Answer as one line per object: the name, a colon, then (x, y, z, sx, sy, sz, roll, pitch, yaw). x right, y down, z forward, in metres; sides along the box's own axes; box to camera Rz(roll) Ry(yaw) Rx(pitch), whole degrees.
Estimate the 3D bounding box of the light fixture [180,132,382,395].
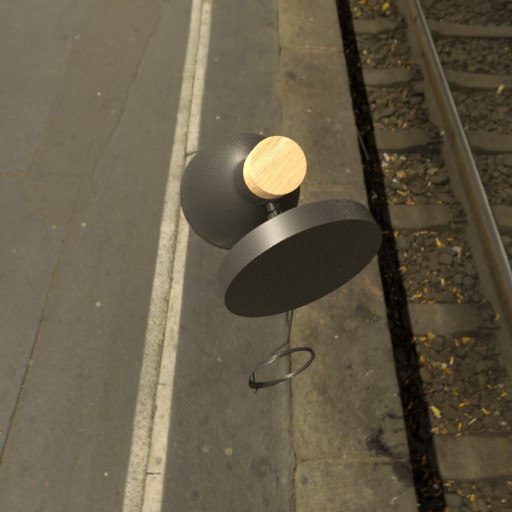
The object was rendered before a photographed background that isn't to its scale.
light fixture: (0.000, 0.000, 0.490, 0.127, 0.401, 0.203, -18, 61, -11)
